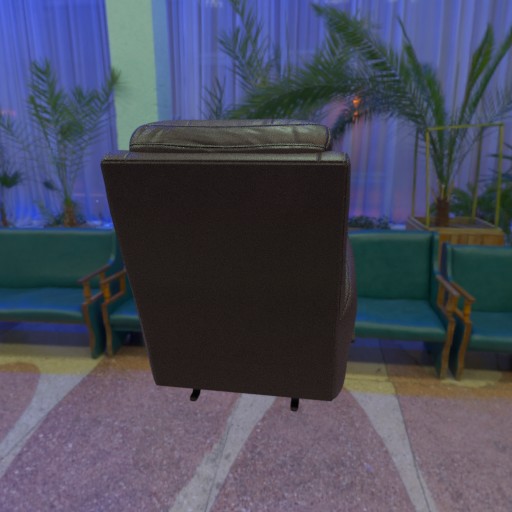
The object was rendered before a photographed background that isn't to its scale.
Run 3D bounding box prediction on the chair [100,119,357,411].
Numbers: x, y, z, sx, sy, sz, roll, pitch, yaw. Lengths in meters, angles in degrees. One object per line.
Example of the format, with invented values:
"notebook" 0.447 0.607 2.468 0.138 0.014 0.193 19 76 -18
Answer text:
"chair" 0.000 0.000 1.787 0.829 1.030 1.080 3 16 9
